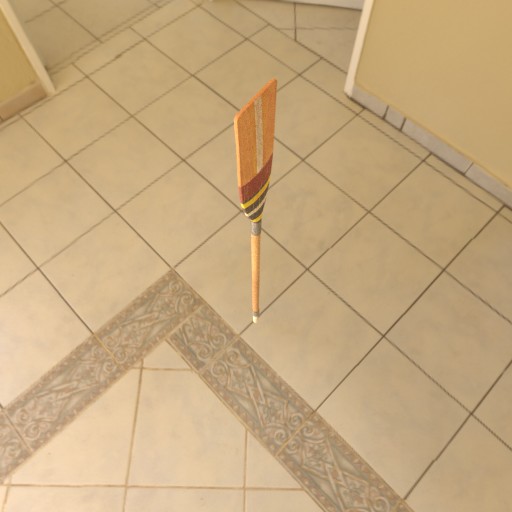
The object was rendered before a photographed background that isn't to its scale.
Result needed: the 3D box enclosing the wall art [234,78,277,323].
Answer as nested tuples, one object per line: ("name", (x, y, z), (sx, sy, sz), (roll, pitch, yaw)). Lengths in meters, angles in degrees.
("wall art", (0.000, 0.000, 1.642), (0.038, 1.556, 0.146), (33, 69, 15))
